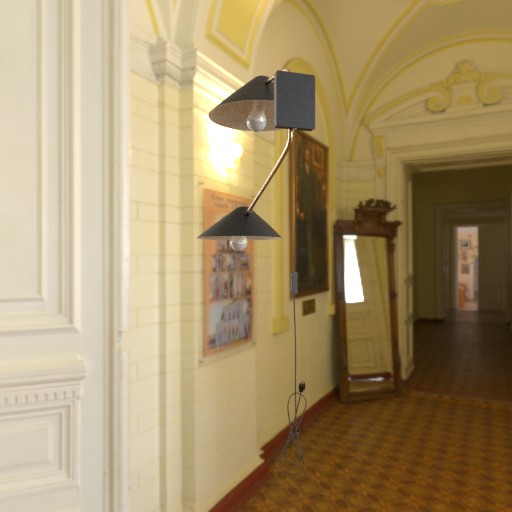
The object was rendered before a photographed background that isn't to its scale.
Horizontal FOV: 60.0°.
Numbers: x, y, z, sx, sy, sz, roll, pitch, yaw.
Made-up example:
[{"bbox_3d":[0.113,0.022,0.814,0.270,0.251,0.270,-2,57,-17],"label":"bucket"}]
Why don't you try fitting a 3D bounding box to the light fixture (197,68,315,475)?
[{"bbox_3d":[0.000,0.000,0.857,0.189,0.665,0.422,0,-1,-18],"label":"light fixture"}]
